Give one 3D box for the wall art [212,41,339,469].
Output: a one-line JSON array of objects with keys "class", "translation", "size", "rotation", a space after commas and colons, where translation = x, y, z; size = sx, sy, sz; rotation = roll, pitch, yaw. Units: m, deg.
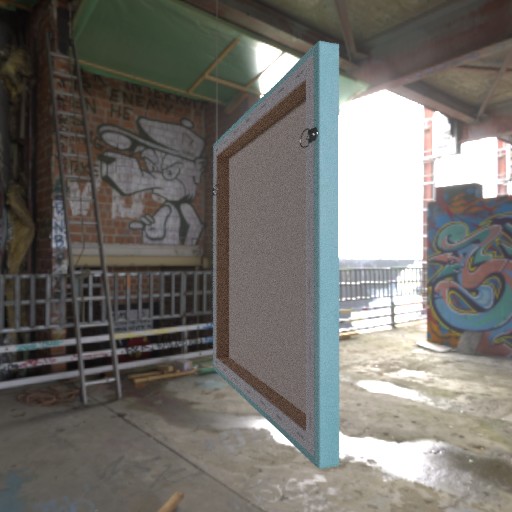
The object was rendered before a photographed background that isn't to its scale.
[{"class": "wall art", "translation": [0.000, 0.000, 1.615], "size": [0.070, 1.073, 1.071], "rotation": [0, 0, -20]}]
